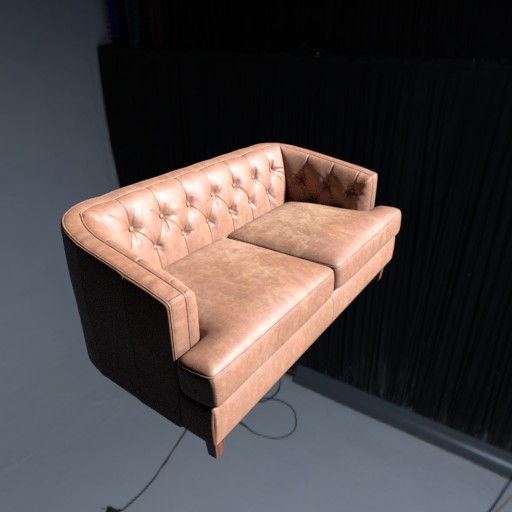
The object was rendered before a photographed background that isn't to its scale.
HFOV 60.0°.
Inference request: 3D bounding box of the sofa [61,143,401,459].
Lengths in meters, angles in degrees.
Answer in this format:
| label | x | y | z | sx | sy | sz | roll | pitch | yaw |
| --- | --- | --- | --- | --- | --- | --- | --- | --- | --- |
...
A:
| label | x | y | z | sx | sy | sz | roll | pitch | yaw |
| --- | --- | --- | --- | --- | --- | --- | --- | --- | --- |
| sofa | 0.000 | 0.000 | 2.253 | 0.914 | 0.786 | 1.755 | 18 | 32 | 31 |
